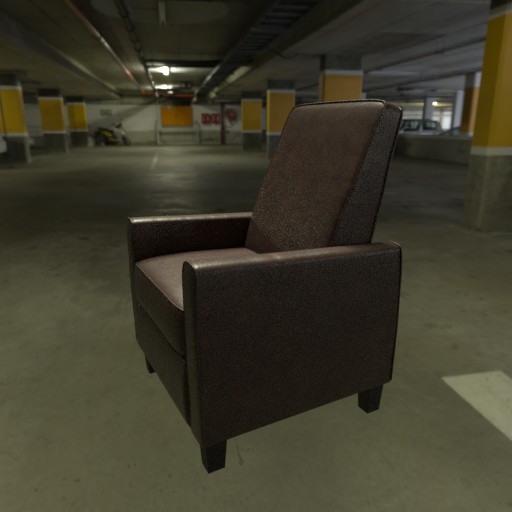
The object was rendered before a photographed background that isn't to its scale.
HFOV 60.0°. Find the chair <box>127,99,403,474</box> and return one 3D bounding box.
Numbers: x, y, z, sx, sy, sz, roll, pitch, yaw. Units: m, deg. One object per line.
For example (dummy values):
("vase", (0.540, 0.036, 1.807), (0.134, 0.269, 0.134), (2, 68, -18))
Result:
("chair", (0.000, 0.000, 1.513), (0.746, 1.013, 0.705), (-9, 19, -27))
